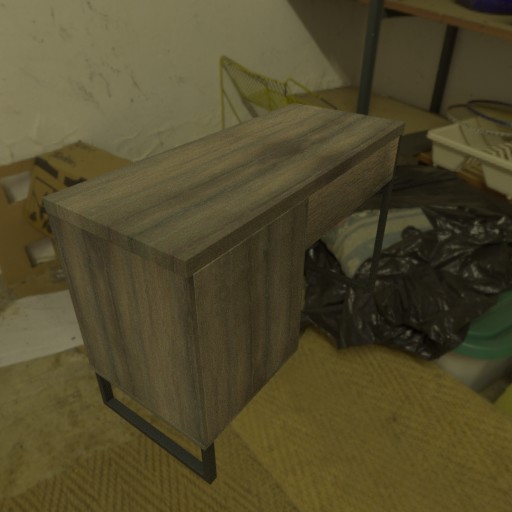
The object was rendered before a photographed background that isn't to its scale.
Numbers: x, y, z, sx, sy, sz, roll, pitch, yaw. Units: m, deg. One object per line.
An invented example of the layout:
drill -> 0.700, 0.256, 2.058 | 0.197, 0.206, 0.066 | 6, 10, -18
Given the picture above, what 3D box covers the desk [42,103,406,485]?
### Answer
desk -> 0.000, 0.000, 1.540 | 0.511, 0.752, 1.134 | 22, 38, 30
